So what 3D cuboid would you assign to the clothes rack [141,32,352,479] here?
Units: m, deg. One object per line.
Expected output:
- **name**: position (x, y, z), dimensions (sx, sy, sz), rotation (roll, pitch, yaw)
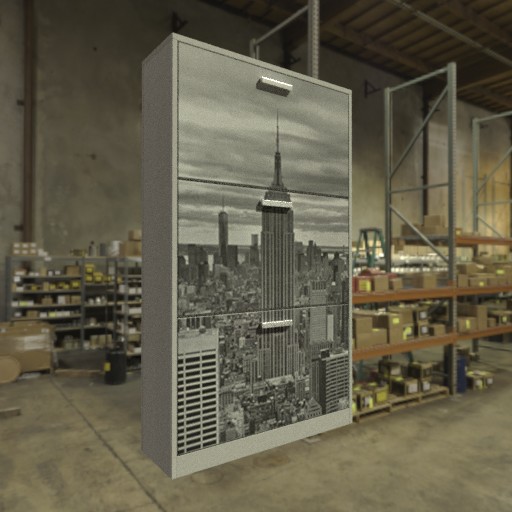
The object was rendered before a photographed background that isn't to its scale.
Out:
- **clothes rack**: position (0.000, 0.000, 1.577), dimensions (0.750, 1.280, 0.250), rotation (0, -1, -36)
